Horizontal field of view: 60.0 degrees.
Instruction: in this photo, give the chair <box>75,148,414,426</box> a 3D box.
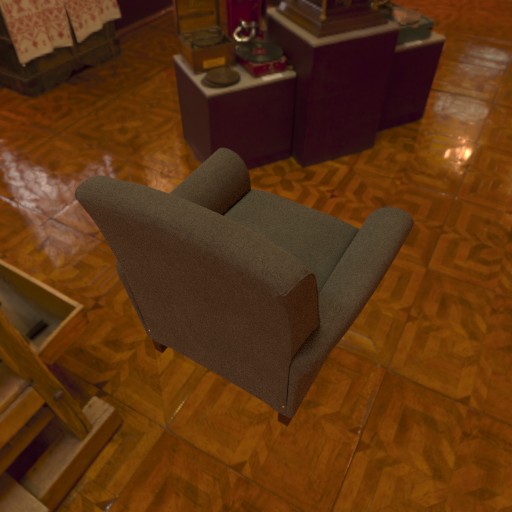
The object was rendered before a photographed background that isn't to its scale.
[{"bbox_3d":[0.000,0.000,1.773,0.978,1.061,0.905,24,51,21],"label":"chair"}]
